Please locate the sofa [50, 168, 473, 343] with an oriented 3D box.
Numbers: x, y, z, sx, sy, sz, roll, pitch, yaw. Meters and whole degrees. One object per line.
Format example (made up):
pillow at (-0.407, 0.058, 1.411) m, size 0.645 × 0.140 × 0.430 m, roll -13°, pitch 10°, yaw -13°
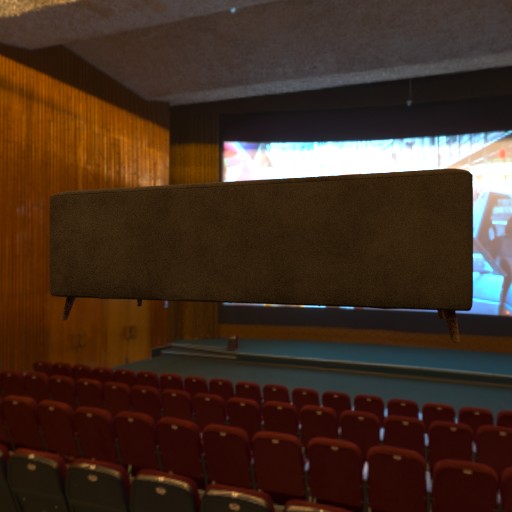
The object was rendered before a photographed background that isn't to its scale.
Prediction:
sofa at (0.000, 0.000, 2.584) m, size 2.190 × 0.740 × 0.900 m, roll 0°, pitch 0°, yaw 19°
